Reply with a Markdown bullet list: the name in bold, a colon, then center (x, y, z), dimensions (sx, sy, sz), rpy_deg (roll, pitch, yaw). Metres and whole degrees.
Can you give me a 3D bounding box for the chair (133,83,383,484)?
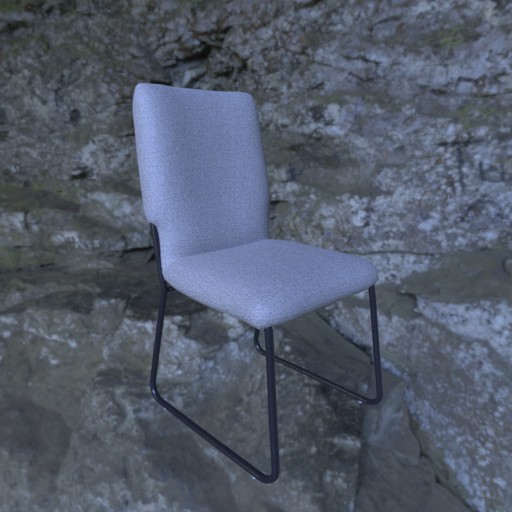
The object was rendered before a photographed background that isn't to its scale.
- **chair**: center (0.000, 0.000, 1.166), dimensions (0.448, 0.864, 0.560), rpy_deg (-14, 20, -42)
